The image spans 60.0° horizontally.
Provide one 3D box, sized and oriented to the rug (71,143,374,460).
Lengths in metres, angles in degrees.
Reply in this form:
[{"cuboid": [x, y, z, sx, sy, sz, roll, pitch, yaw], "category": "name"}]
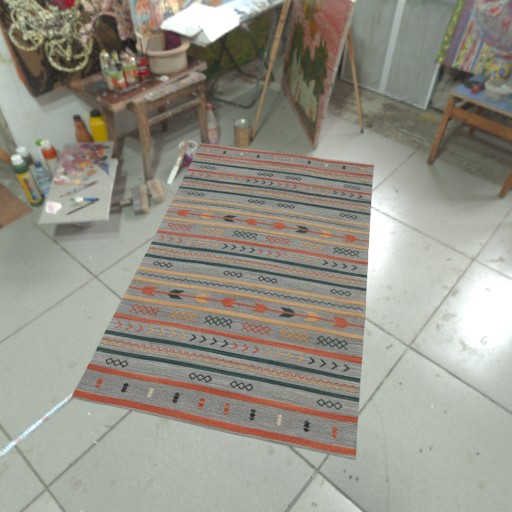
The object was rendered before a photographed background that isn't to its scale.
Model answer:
[{"cuboid": [0.000, 0.000, 3.082, 1.537, 0.029, 2.439, 9, 49, 8], "category": "rug"}]
